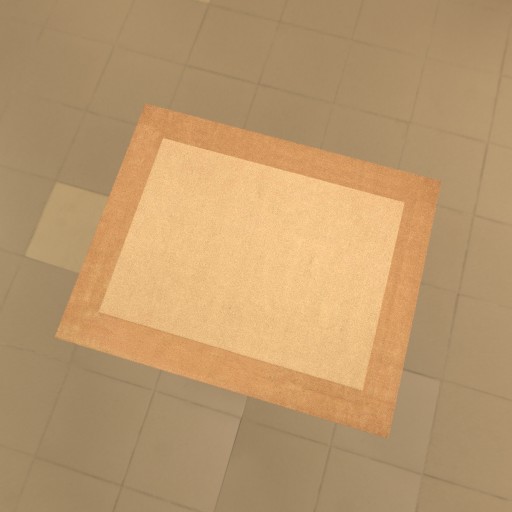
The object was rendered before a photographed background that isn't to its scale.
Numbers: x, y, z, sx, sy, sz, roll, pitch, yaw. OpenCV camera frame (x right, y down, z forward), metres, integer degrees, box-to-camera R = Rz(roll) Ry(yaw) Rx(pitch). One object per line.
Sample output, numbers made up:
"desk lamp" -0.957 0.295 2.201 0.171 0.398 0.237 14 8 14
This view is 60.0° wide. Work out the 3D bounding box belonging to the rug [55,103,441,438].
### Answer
"rug" 0.000 0.000 4.134 3.048 0.014 2.438 16 77 4
